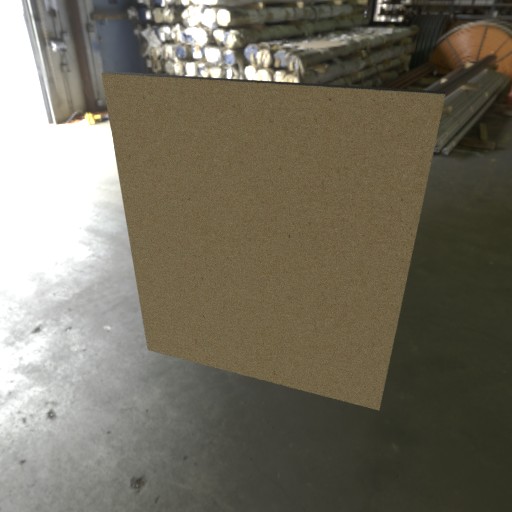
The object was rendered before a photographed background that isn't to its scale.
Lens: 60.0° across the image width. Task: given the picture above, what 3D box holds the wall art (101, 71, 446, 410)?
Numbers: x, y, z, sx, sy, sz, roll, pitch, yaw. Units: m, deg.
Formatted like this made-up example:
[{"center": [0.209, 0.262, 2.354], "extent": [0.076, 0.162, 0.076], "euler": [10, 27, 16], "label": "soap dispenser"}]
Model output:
[{"center": [0.000, 0.000, 1.161], "extent": [0.755, 0.863, 0.028], "euler": [10, 32, 16], "label": "wall art"}]
